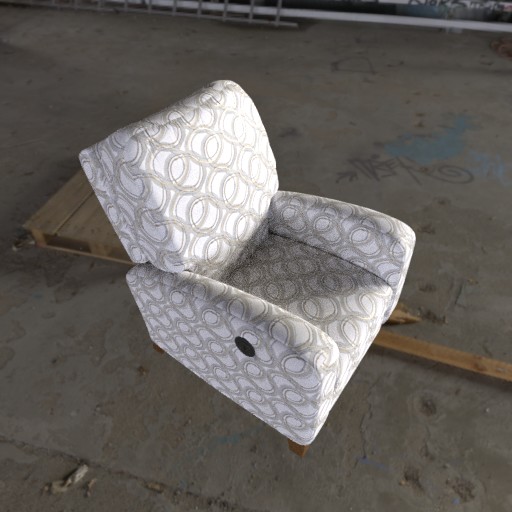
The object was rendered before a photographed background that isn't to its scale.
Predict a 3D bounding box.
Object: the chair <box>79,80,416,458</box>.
[{"bbox_3d":[0.000,0.000,1.726,0.995,1.065,0.796,25,48,25],"label":"chair"}]
